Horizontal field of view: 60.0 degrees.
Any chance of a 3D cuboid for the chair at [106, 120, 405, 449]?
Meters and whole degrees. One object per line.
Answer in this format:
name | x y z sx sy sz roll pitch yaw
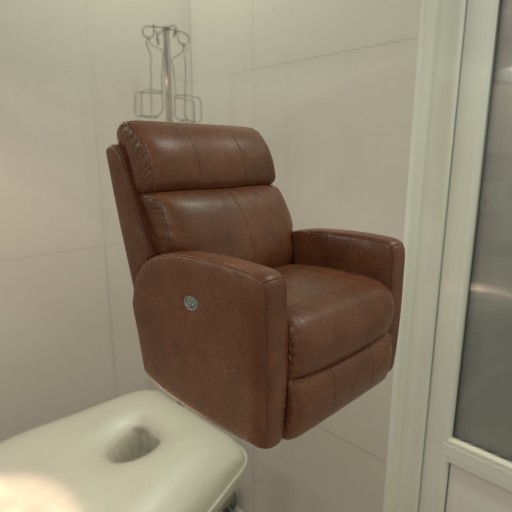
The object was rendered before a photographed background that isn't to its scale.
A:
chair | 0.000 0.000 1.709 0.787 1.016 0.939 -12 18 -43
